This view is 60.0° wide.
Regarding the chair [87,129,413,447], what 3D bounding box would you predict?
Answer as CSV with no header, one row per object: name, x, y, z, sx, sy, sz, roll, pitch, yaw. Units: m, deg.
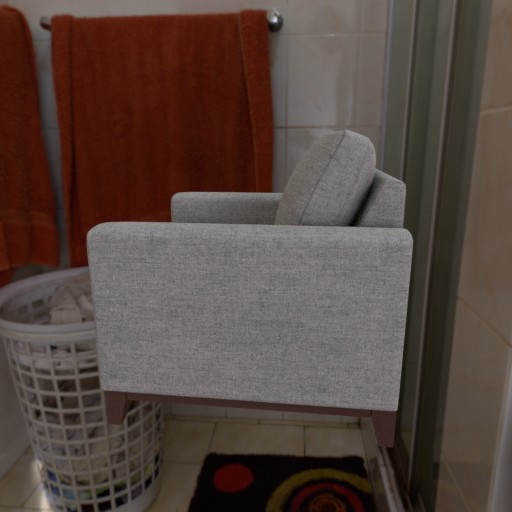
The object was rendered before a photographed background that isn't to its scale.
chair,0.000,0.000,1.860,1.038,1.010,1.024,2,15,7
